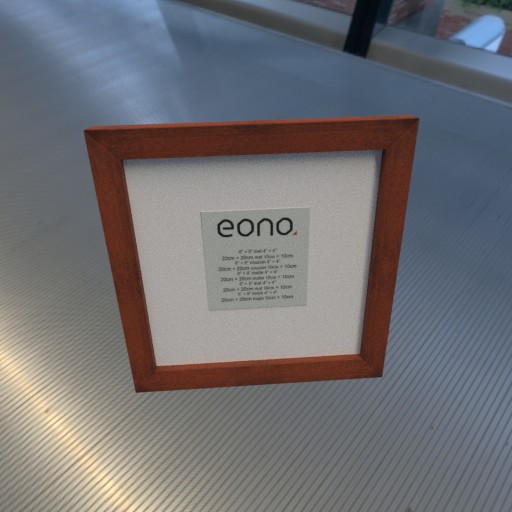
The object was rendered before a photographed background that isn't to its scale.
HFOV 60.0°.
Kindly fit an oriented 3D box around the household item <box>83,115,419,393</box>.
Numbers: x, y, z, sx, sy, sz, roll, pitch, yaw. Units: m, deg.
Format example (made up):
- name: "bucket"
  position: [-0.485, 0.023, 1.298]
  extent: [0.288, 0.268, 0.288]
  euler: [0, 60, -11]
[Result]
- name: "household item"
  position: [0.000, 0.000, 0.392]
  extent: [0.240, 0.240, 0.131]
  euler: [-3, 47, -3]
